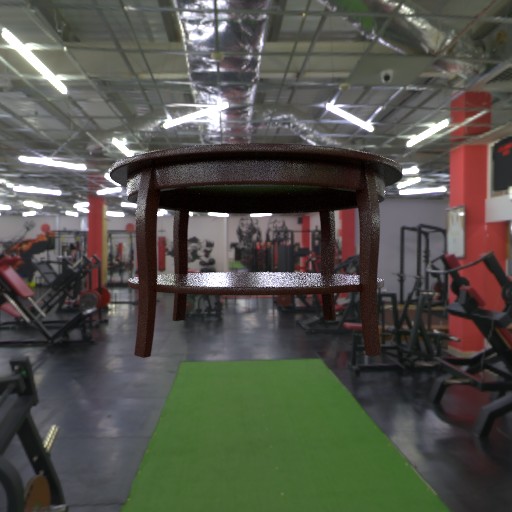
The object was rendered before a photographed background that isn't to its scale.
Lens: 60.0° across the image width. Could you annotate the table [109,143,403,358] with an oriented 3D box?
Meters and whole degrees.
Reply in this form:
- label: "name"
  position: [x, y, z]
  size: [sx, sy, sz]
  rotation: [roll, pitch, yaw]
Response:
- label: "table"
  position: [0.000, 0.000, 1.449]
  size: [0.911, 0.512, 0.911]
  rotation: [0, 0, 0]
